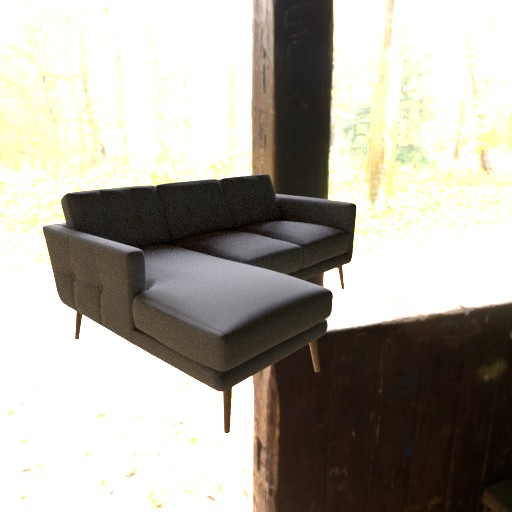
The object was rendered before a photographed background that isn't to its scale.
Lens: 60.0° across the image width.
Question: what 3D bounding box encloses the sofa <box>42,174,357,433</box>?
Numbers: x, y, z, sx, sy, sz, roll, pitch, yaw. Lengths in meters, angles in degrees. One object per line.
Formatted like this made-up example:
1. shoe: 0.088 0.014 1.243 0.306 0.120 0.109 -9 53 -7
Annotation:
1. sofa: 0.000 0.000 2.810 1.530 0.860 2.040 13 20 40
